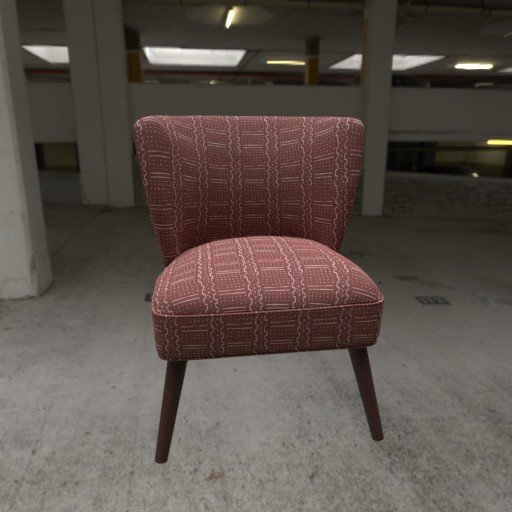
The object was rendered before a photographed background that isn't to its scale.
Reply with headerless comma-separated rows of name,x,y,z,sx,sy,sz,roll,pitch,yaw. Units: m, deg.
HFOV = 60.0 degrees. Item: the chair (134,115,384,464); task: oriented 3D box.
chair,0.000,0.000,1.399,0.706,0.866,0.758,-2,16,-8
